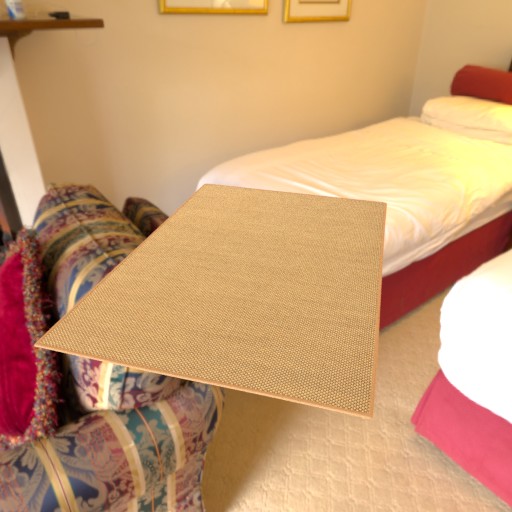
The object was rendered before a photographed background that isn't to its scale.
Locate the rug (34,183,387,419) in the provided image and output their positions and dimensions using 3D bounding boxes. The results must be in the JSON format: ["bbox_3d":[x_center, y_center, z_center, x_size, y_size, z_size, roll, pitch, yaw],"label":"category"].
[{"bbox_3d":[0.000,0.000,2.740,1.524,0.013,2.134,8,31,14],"label":"rug"}]
